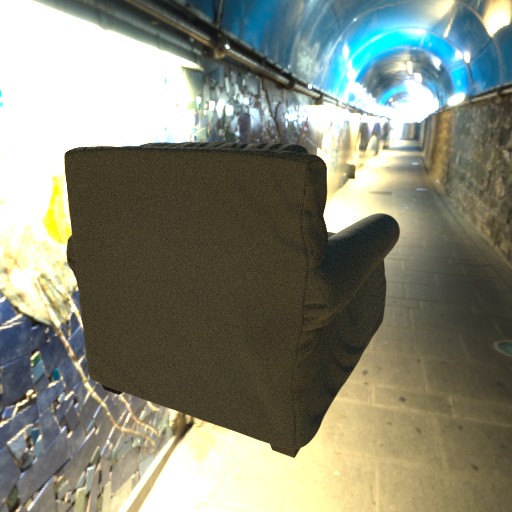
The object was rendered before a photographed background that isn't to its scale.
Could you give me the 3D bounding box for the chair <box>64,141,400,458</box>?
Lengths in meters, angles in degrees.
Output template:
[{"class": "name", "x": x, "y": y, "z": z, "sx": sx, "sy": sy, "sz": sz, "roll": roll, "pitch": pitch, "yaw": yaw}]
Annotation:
[{"class": "chair", "x": 0.000, "y": 0.000, "z": 1.705, "sx": 0.940, "sy": 0.866, "sz": 1.066, "roll": 8, "pitch": 18, "yaw": 27}]
